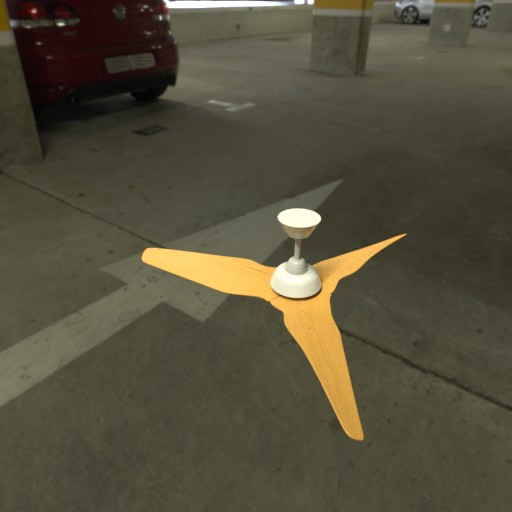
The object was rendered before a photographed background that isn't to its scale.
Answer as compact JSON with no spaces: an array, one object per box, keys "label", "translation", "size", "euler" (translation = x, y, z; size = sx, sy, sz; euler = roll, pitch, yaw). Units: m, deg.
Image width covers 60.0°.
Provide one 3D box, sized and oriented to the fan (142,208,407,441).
[{"label":"fan","translation":[0.000,0.000,1.611],"size":[1.010,0.355,1.142],"euler":[11,32,17]}]
